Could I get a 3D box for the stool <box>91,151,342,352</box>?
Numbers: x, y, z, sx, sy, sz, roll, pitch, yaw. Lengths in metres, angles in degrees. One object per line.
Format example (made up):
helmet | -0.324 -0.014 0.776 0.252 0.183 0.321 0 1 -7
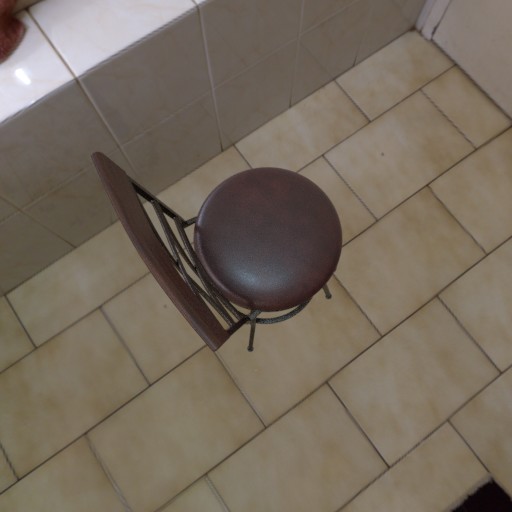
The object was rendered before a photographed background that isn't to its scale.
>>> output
stool | 0.000 0.000 1.387 0.513 1.130 0.448 -33 78 -8
